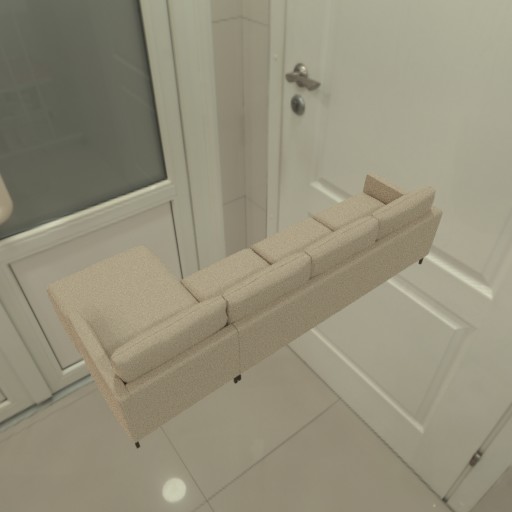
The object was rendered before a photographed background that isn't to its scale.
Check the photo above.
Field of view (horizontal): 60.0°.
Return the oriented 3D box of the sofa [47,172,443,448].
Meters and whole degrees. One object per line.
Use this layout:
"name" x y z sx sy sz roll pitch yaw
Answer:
"sofa" 0.000 0.000 3.294 2.731 0.755 1.258 -27 48 -27
